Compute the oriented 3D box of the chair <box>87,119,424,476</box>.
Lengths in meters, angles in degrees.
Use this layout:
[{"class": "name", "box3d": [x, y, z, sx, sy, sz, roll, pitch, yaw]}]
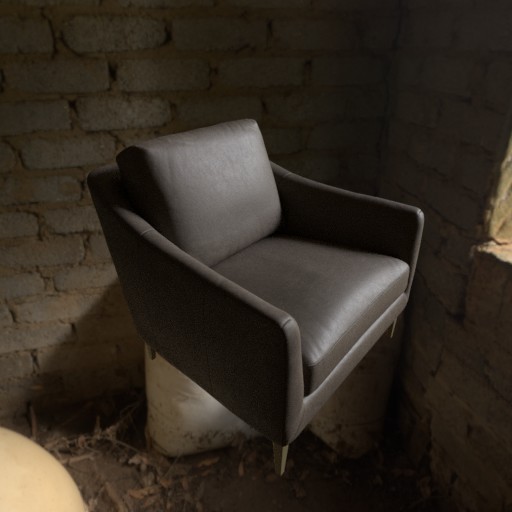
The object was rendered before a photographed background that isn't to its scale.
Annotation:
[{"class": "chair", "box3d": [0.000, 0.000, 1.698, 0.961, 0.901, 0.988, 19, 32, 33]}]
